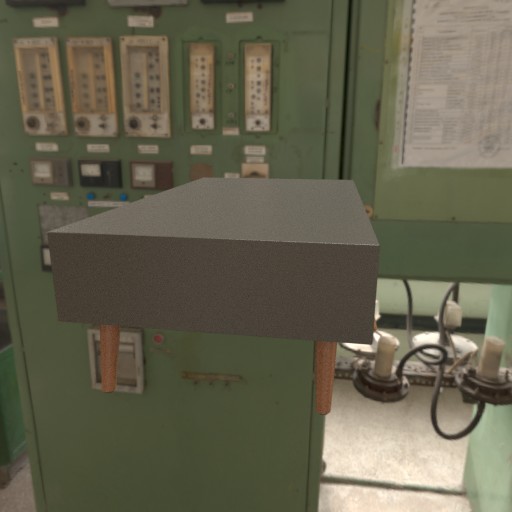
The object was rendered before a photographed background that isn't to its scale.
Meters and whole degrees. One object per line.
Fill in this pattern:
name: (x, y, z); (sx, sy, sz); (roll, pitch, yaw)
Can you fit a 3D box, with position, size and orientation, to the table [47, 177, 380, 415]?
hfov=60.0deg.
table: (0.000, 0.000, 1.513); (0.703, 0.404, 1.201); (3, 16, 9)
